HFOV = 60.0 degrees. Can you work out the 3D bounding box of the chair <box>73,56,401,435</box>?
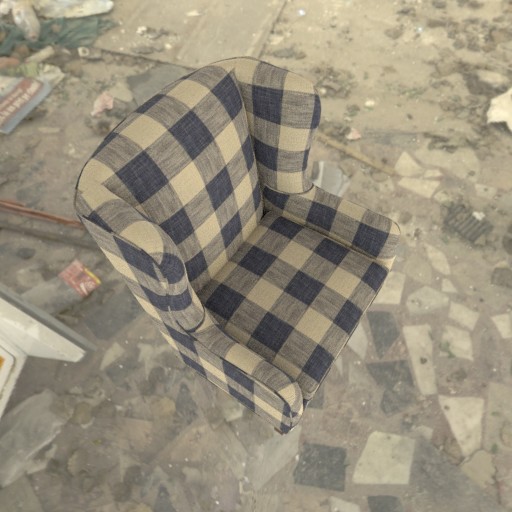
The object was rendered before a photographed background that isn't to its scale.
[{"bbox_3d":[0.000,0.000,1.681,0.889,1.041,0.830,30,63,18],"label":"chair"}]
